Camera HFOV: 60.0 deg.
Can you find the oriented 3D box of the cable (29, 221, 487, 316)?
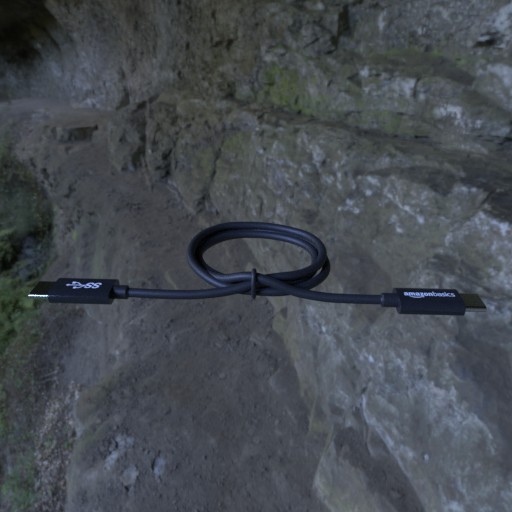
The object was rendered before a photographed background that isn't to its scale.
[{"bbox_3d":[0.000,0.000,0.206,0.186,0.014,0.070,1,30,2],"label":"cable"}]
